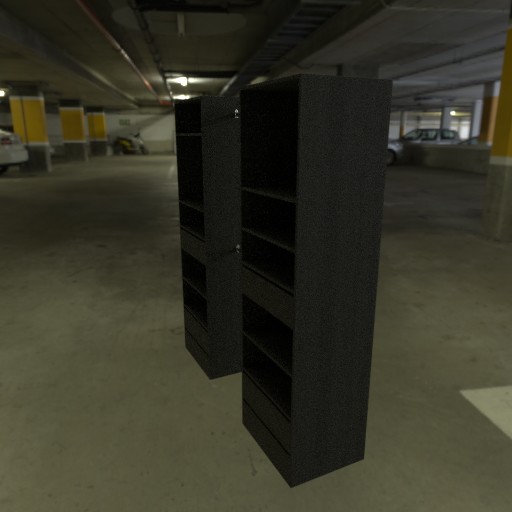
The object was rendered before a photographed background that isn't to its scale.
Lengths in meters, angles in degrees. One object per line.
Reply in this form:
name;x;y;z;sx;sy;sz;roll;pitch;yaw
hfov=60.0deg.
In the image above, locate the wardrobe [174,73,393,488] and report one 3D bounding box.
wardrobe;0.000;0.000;2.896;0.480;2.000;1.770;-7;17;-25
